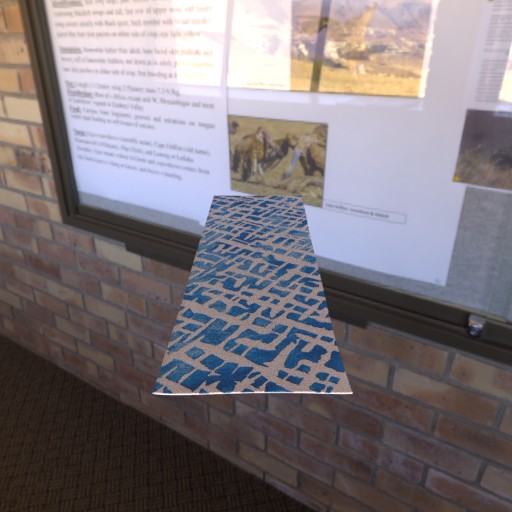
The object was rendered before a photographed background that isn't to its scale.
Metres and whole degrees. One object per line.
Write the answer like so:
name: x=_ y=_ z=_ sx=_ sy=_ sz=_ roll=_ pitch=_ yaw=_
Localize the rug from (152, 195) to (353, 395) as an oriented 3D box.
rug: x=0.000 y=0.000 z=2.790 sx=0.768 sy=0.011 sz=2.446 roll=0 pitch=26 yaw=1
